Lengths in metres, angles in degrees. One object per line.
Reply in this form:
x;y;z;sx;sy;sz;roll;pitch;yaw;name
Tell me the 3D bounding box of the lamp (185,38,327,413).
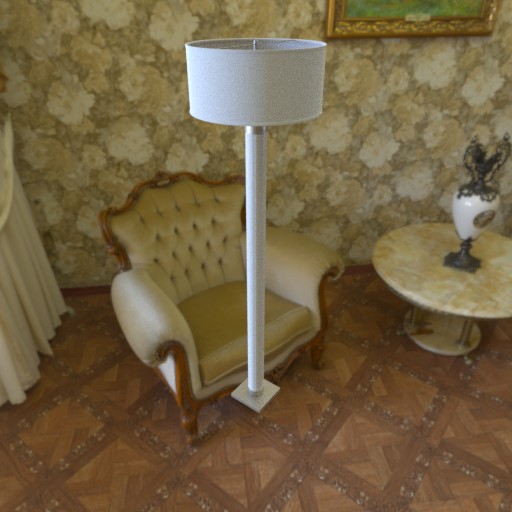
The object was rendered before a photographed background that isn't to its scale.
0.000;0.000;1.680;0.420;1.475;0.420;20;36;31;lamp
